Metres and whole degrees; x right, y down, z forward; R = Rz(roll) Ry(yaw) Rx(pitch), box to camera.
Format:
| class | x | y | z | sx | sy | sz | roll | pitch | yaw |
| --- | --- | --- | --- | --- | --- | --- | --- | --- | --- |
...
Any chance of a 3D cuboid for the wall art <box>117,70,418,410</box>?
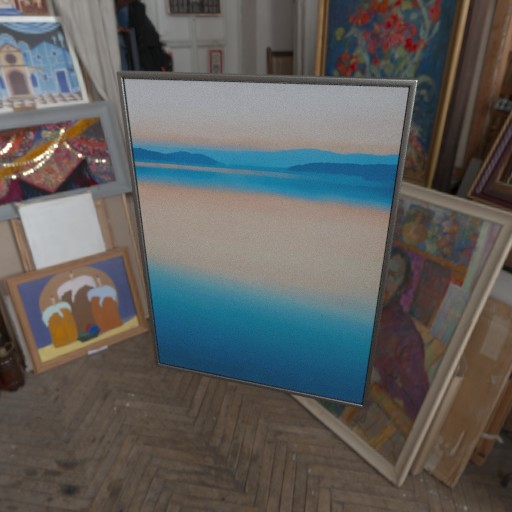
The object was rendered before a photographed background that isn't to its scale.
| class | x | y | z | sx | sy | sz | roll | pitch | yaw |
| --- | --- | --- | --- | --- | --- | --- | --- | --- | --- |
| wall art | 0.000 | 0.000 | 1.398 | 0.801 | 1.062 | 0.037 | 7 | 28 | 14 |
